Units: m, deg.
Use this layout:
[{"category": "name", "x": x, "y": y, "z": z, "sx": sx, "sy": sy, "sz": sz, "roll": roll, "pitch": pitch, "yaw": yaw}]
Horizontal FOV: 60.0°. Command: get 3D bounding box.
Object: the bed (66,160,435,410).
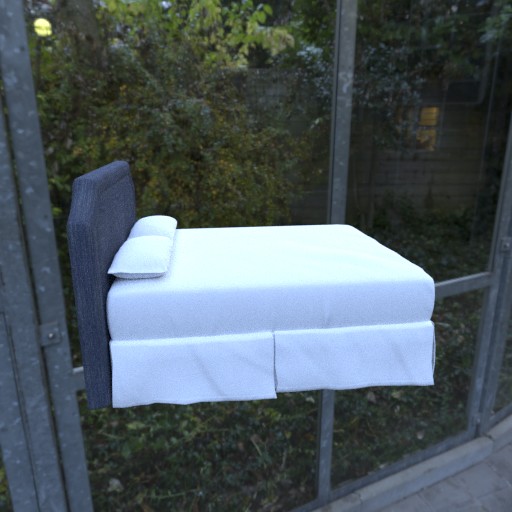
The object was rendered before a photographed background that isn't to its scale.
[{"category": "bed", "x": 0.000, "y": 0.000, "z": 3.218, "sx": 2.116, "sy": 1.290, "sz": 1.693, "roll": -2, "pitch": 16, "yaw": -7}]
